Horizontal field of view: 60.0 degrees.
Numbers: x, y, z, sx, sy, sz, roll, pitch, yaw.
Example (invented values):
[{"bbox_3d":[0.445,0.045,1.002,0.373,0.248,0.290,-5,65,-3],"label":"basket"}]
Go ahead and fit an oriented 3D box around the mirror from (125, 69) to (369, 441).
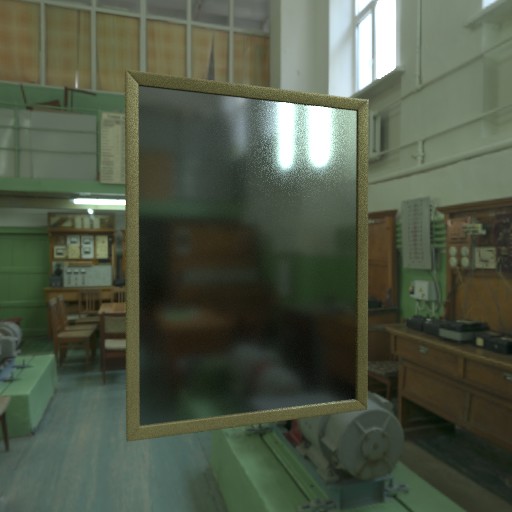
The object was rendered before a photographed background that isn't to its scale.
[{"bbox_3d":[0.000,0.000,1.350,0.762,1.016,0.040,0,1,-19],"label":"mirror"}]
